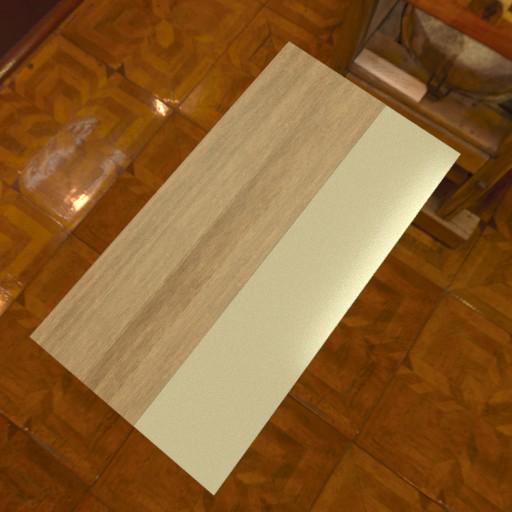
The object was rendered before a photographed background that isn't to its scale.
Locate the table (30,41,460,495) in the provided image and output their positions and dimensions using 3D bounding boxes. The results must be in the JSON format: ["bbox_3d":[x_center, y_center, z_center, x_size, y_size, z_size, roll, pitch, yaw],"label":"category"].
[{"bbox_3d":[0.000,0.000,1.351,0.600,0.350,1.100,37,79,8],"label":"table"}]
